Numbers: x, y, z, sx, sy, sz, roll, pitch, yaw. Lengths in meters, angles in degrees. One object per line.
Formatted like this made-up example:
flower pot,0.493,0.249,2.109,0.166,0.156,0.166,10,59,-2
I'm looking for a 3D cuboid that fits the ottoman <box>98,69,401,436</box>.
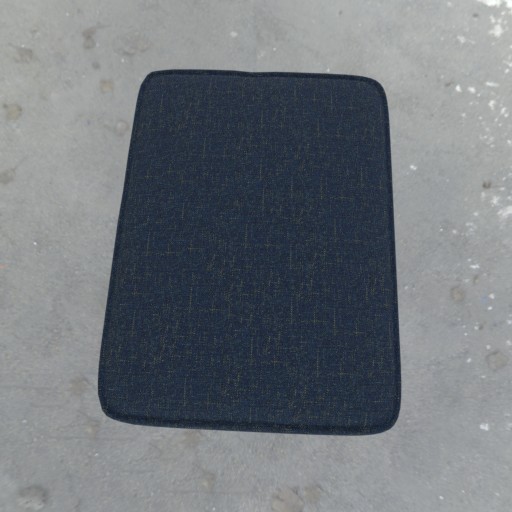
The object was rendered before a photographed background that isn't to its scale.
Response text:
ottoman,0.000,0.000,1.044,0.549,0.450,0.749,2,73,1
